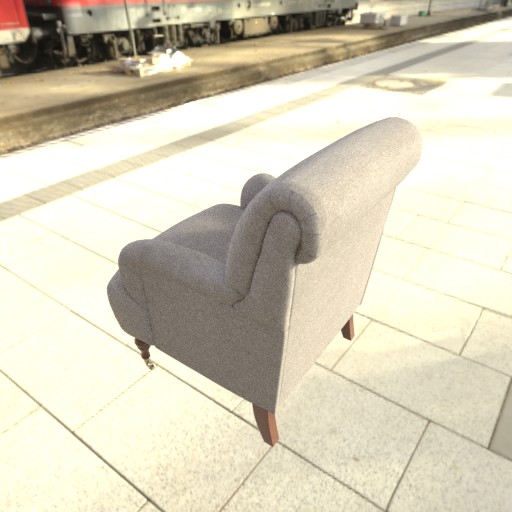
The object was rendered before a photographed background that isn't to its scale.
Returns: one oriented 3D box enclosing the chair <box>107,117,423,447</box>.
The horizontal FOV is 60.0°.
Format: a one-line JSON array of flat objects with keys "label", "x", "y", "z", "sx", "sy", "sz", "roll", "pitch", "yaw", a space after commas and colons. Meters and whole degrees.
[{"label": "chair", "x": 0.000, "y": 0.000, "z": 1.576, "sx": 0.843, "sy": 0.942, "sz": 0.766, "roll": 20, "pitch": 37, "yaw": 29}]
